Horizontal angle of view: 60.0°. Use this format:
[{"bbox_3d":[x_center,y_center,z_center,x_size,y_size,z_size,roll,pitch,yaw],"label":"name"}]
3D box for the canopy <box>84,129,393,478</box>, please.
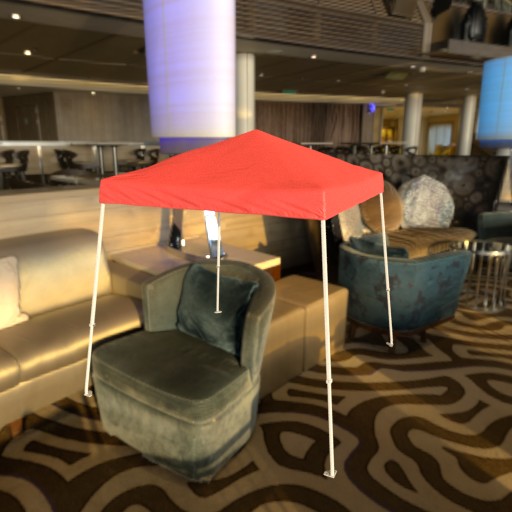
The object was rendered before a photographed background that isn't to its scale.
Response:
[{"bbox_3d":[0.000,0.000,6.556,3.600,3.600,3.599,7,16,25],"label":"canopy"}]
